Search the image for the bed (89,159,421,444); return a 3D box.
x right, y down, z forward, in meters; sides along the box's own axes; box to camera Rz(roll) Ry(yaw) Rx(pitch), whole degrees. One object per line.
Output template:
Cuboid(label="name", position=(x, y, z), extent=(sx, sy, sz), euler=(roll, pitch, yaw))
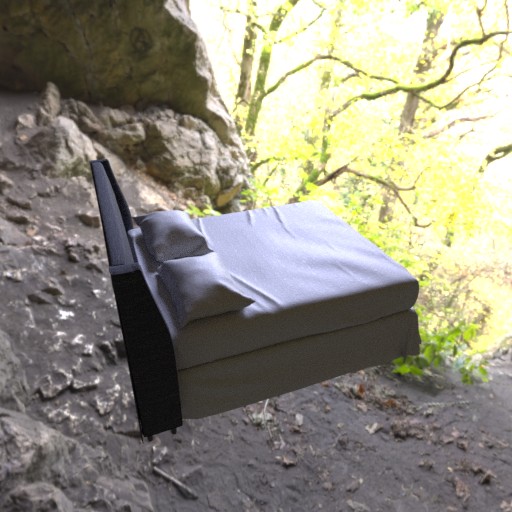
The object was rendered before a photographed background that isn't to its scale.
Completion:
Cuboid(label="bed", position=(0.000, 0.000, 3.600), extent=(2.276, 1.332, 1.925), euler=(-11, 32, -18))
